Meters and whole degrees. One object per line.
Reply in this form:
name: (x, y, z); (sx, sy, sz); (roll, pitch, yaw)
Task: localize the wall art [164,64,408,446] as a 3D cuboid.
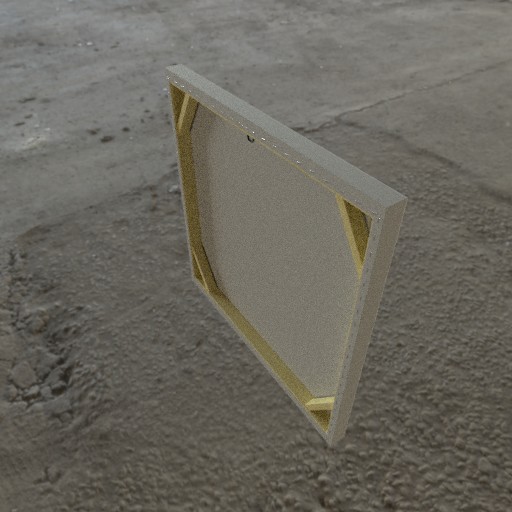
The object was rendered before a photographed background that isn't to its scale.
wall art: (0.000, 0.000, 0.931); (0.038, 0.610, 0.610); (-24, 47, -25)
